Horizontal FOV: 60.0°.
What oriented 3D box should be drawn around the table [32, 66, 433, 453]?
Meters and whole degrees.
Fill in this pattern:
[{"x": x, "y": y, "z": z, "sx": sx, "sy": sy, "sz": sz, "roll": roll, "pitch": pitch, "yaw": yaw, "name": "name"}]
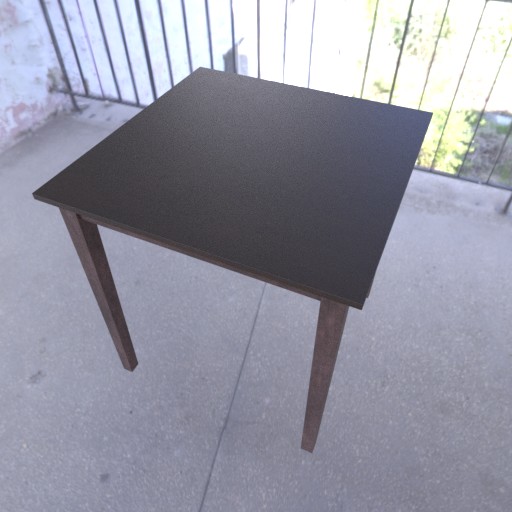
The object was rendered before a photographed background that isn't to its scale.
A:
[{"x": 0.000, "y": 0.000, "z": 1.384, "sx": 0.749, "sy": 0.770, "sz": 0.749, "roll": 18, "pitch": 48, "yaw": 17, "name": "table"}]
